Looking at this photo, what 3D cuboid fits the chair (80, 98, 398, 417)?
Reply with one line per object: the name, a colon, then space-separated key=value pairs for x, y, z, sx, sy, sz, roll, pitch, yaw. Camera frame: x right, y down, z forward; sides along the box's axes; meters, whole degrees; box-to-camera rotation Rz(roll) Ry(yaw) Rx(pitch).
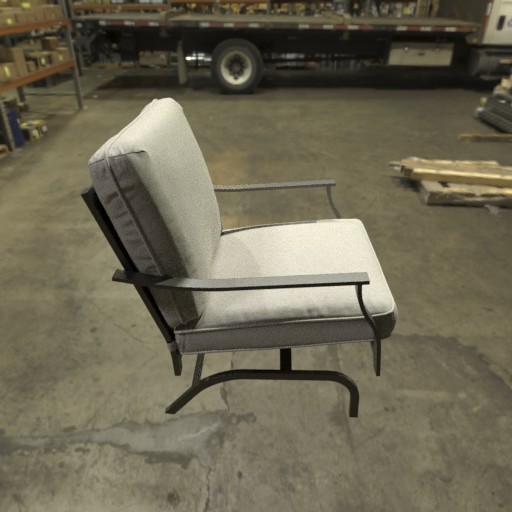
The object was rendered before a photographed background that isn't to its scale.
chair: x=0.000 y=0.000 z=1.394 sx=0.787 sy=0.860 sz=0.650 roll=1 pitch=31 yaw=1
